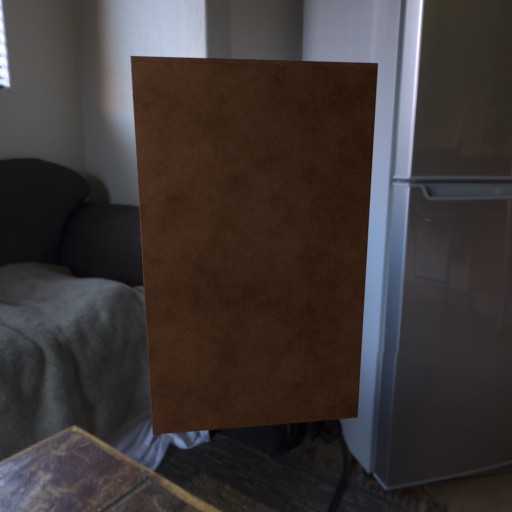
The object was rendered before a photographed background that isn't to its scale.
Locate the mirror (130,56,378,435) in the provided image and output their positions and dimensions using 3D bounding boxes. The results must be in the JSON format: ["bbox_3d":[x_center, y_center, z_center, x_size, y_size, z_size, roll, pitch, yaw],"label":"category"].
[{"bbox_3d":[0.000,0.000,0.949,0.468,0.768,0.082,-2,13,-8],"label":"mirror"}]
